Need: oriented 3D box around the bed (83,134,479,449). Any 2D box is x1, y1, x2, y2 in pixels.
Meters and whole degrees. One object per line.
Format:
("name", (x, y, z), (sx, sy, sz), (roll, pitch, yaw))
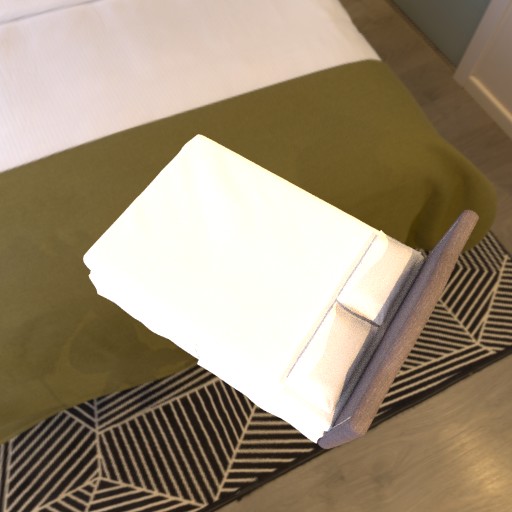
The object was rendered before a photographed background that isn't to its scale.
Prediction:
("bed", (0.000, 0.000, 3.541), (2.507, 1.441, 1.741), (31, 68, 14))
